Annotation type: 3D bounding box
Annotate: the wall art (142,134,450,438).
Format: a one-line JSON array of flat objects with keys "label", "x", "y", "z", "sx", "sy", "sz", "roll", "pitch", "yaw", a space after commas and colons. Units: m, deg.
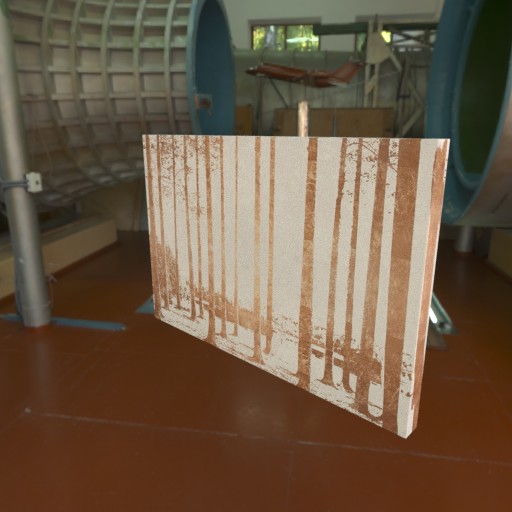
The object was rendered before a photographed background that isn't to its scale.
[{"label": "wall art", "x": 0.000, "y": 0.000, "z": 0.777, "sx": 0.609, "sy": 0.405, "sz": 0.035, "roll": 15, "pitch": 21, "yaw": 41}]
